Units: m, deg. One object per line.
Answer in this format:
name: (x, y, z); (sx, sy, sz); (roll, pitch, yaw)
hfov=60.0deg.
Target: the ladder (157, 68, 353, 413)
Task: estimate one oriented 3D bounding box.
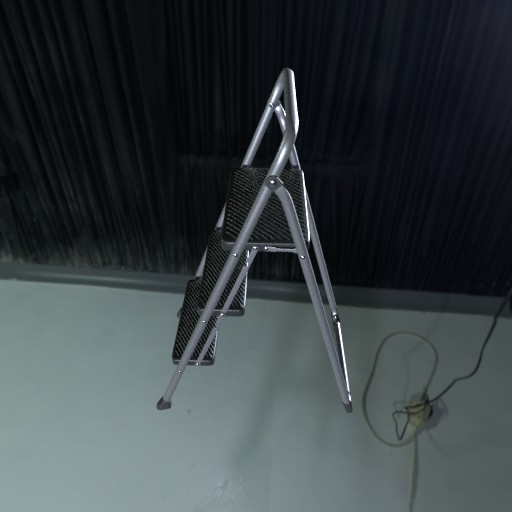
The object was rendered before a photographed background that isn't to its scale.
ladder: (0.000, 0.000, 1.269); (0.629, 0.945, 0.430); (1, 40, 1)
